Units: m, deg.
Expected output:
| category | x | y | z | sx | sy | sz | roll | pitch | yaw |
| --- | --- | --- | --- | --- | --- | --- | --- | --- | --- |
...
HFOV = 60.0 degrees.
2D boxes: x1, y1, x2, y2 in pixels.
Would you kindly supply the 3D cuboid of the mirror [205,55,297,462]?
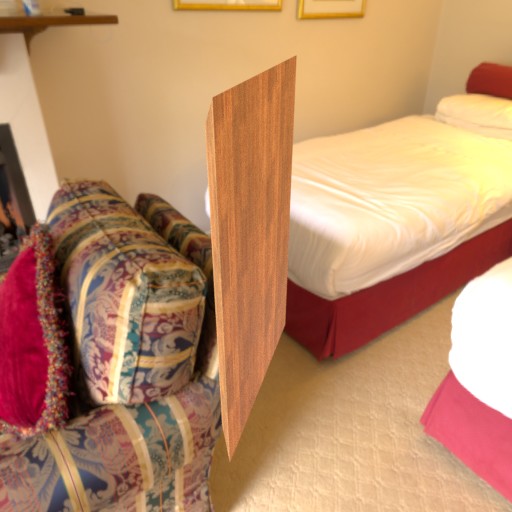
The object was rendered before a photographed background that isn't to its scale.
| category | x | y | z | sx | sy | sz | roll | pitch | yaw |
| --- | --- | --- | --- | --- | --- | --- | --- | --- | --- |
| mirror | 0.000 | 0.000 | 1.295 | 0.047 | 1.010 | 0.651 | 9 | 32 | 15 |
